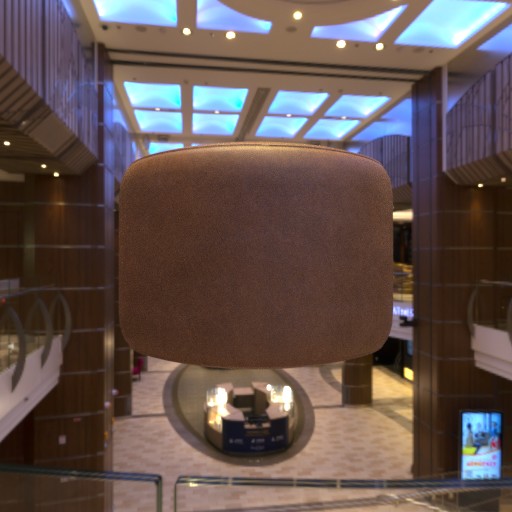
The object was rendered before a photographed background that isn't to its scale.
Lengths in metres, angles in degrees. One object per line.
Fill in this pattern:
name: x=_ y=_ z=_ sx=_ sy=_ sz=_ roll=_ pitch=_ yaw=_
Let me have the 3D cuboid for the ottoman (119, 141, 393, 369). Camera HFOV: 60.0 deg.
ottoman: x=0.000 y=0.000 z=1.027 sx=0.607 sy=0.438 sz=0.607 roll=0 pitch=0 yaw=0
